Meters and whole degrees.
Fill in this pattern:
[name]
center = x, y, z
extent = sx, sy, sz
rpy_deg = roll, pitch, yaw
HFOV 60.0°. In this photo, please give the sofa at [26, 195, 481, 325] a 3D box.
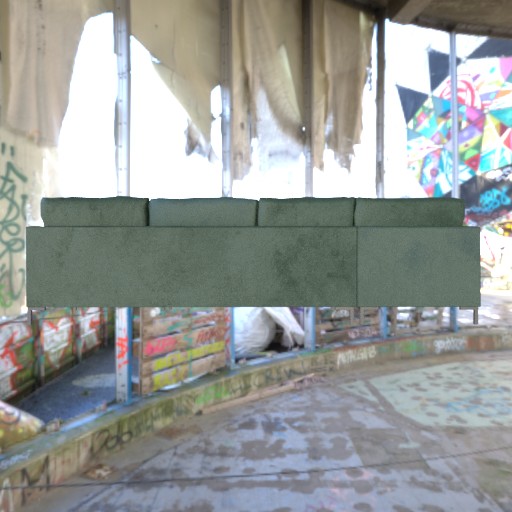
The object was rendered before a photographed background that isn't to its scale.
[sofa]
center = 0.000, 0.000, 4.277
extent = 3.384, 0.996, 2.048
rpy_deg = 0, 1, 0
